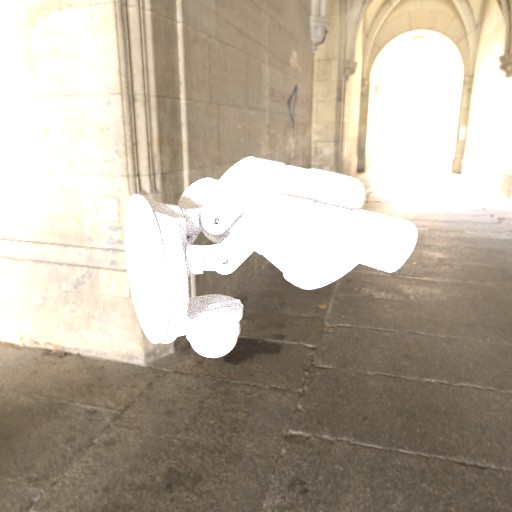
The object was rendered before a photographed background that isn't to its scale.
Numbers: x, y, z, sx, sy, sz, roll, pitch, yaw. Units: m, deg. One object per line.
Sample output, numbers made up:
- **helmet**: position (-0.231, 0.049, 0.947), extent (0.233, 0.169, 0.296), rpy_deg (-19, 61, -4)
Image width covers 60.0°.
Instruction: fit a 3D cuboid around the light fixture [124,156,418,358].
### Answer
- **light fixture**: position (0.000, 0.000, 0.542), extent (0.278, 0.237, 0.369), rpy_deg (-8, 18, -28)
